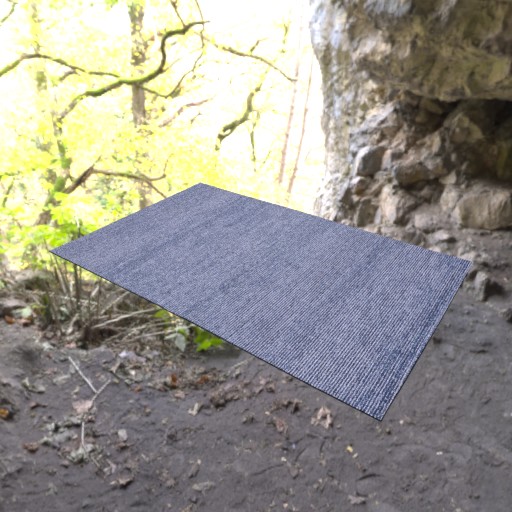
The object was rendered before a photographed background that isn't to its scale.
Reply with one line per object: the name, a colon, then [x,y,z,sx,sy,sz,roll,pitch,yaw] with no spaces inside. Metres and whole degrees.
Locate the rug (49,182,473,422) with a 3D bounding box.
rug: [0.000,0.000,2.189,1.777,0.021,1.145,21,37,30]
